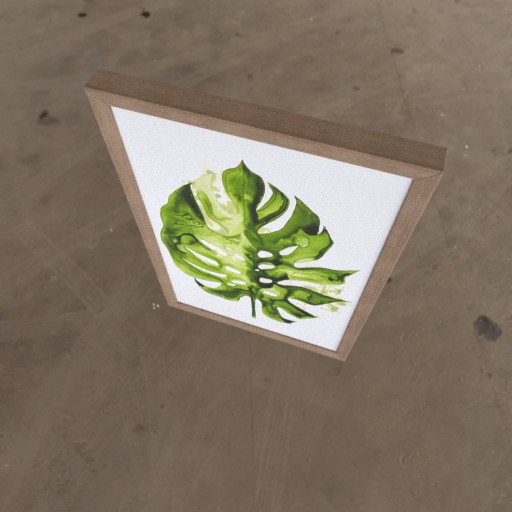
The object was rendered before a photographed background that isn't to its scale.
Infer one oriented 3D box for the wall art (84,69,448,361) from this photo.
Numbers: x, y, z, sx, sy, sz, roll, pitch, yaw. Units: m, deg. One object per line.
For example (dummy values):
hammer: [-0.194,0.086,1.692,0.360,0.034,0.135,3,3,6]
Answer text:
wall art: [0.000,0.000,0.639,0.356,0.509,0.031,16,60,10]
